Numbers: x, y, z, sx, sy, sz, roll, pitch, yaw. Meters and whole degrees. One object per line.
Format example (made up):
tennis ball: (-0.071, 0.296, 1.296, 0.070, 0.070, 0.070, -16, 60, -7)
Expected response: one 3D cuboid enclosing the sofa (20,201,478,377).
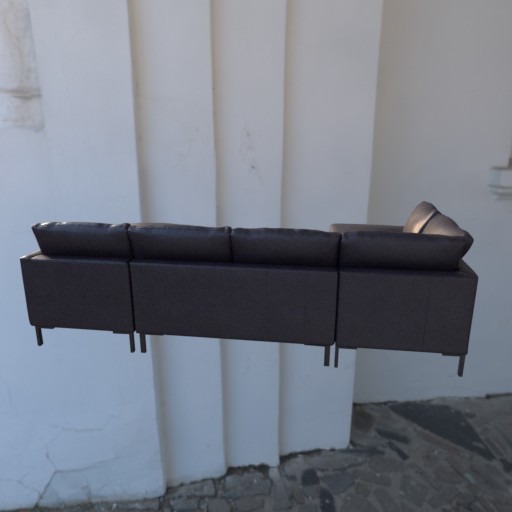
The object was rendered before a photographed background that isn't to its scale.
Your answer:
sofa: (0.000, 0.000, 3.734, 2.956, 0.900, 1.939, 2, 17, 8)
